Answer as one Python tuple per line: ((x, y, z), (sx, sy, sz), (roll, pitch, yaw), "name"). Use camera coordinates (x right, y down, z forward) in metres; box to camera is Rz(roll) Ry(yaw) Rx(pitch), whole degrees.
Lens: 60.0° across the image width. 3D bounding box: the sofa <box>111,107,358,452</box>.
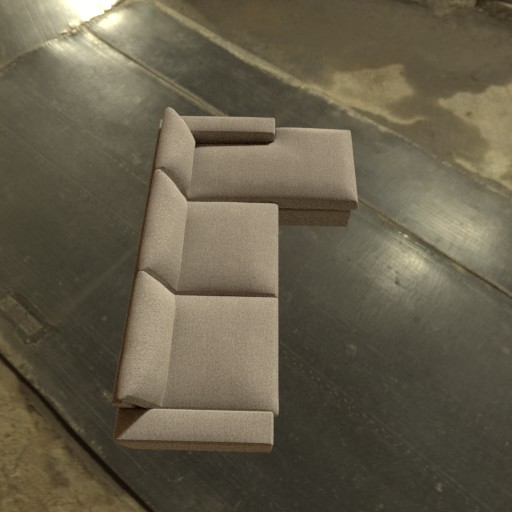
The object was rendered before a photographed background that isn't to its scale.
((0.000, 0.000, 3.417), (1.689, 0.813, 2.718), (1, 62, 1), "sofa")
